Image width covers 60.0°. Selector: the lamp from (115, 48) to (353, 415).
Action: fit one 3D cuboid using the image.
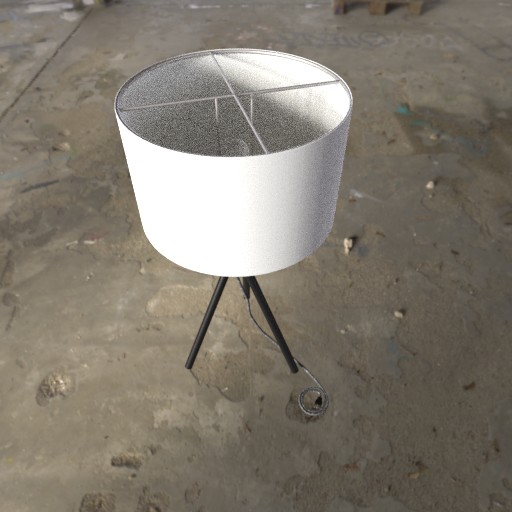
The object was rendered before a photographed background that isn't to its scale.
[{"bbox_3d":[0.000,0.000,0.899,0.422,0.674,0.353,15,47,14],"label":"lamp"}]
